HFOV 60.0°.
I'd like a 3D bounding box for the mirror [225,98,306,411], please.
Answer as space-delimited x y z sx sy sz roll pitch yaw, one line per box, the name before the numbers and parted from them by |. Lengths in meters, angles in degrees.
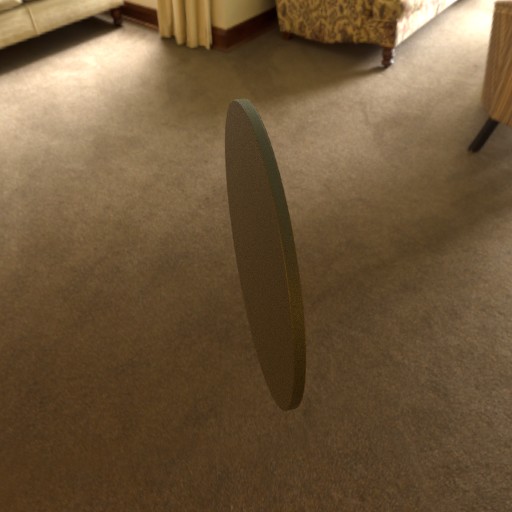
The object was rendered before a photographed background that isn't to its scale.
mirror | 0.000 0.000 1.607 0.036 1.077 1.077 -9 48 -9
